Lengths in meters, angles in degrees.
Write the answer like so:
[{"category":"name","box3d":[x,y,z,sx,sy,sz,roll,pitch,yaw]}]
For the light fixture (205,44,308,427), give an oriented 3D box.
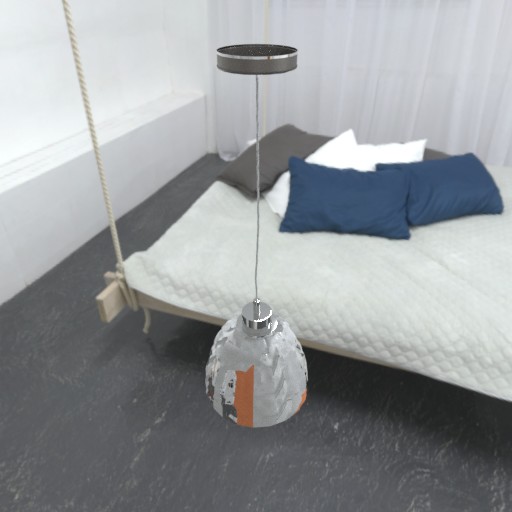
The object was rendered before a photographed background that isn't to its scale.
[{"category":"light fixture","box3d":[0.000,0.000,1.773,0.500,1.511,0.496,0,33,0]}]
